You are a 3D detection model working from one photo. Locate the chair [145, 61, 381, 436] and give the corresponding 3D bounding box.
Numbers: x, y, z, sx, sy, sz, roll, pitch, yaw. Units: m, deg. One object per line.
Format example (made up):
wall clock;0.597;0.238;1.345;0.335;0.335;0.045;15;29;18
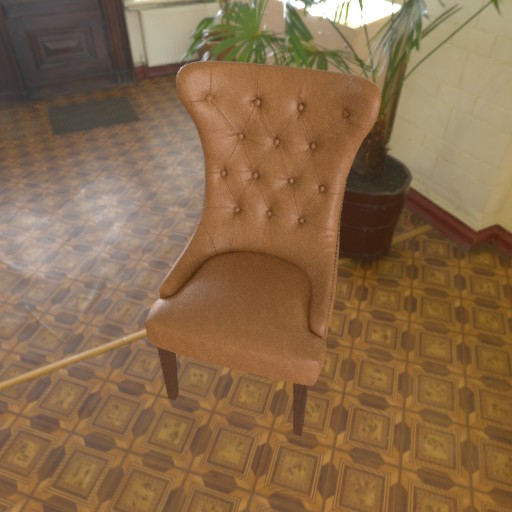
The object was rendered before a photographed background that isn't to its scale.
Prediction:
chair;0.000;0.000;1.474;0.611;1.065;0.669;11;42;13
